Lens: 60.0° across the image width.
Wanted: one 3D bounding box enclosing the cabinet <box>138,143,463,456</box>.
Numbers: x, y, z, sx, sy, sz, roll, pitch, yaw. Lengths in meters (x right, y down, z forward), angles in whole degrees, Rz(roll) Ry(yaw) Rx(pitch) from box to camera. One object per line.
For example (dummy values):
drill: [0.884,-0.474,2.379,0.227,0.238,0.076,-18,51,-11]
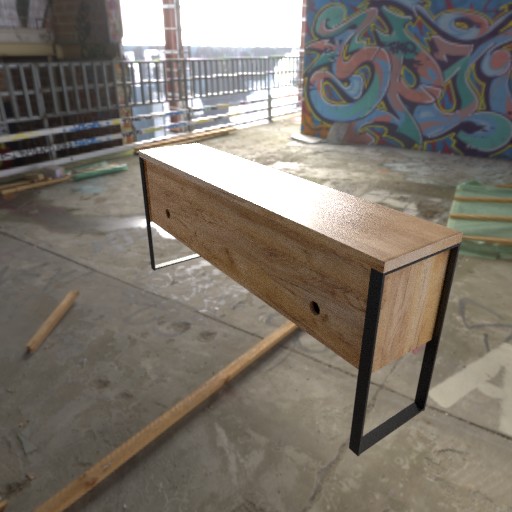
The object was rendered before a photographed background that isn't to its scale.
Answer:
cabinet: [0.000,0.000,2.166,0.395,0.762,1.800,-17,30,-32]
